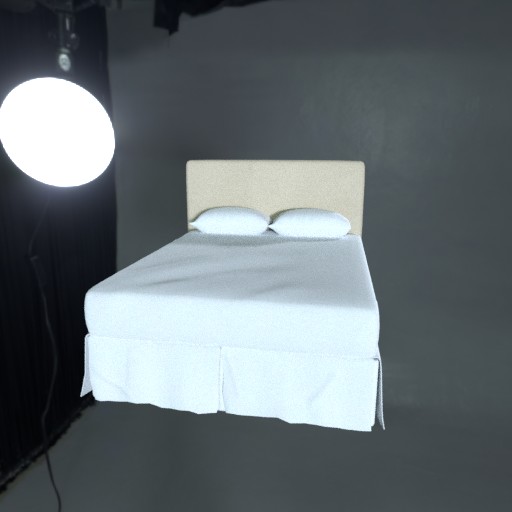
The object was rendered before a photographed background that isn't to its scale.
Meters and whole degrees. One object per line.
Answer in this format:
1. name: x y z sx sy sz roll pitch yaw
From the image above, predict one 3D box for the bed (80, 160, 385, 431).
1. bed: 0.000 0.000 3.256 1.723 1.330 2.142 2 14 10
